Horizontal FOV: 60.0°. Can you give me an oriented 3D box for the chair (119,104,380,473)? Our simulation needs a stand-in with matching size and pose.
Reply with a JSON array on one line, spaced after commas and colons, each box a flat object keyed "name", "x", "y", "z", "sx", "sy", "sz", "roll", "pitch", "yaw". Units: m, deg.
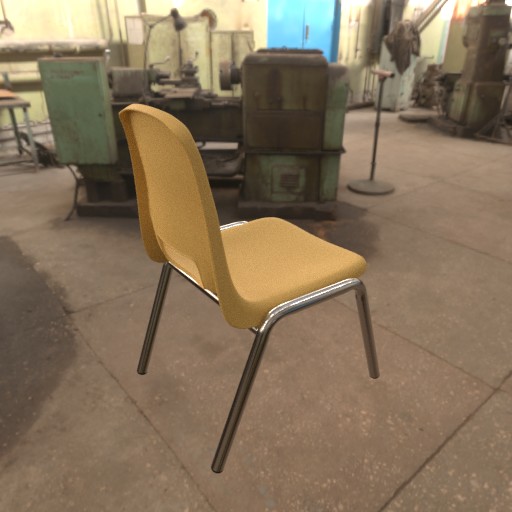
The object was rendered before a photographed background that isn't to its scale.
[{"name": "chair", "x": 0.000, "y": 0.000, "z": 0.853, "sx": 0.423, "sy": 0.586, "sz": 0.354, "roll": -19, "pitch": 33, "yaw": -33}]
